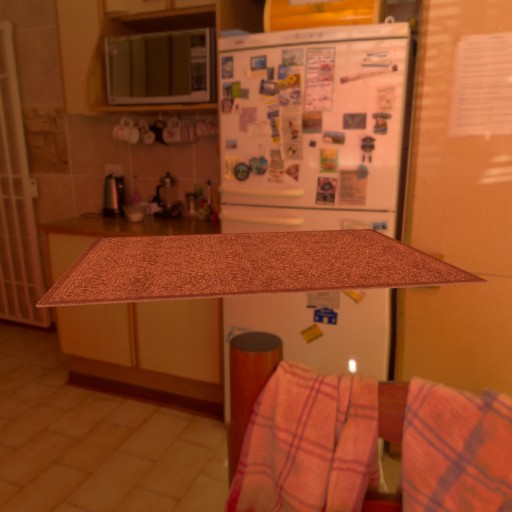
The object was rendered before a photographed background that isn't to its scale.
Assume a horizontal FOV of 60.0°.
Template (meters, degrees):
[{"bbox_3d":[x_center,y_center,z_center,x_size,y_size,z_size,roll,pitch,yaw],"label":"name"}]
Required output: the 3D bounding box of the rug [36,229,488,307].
[{"bbox_3d":[0.000,0.000,2.340,1.829,0.010,1.219,-2,14,-9],"label":"rug"}]
